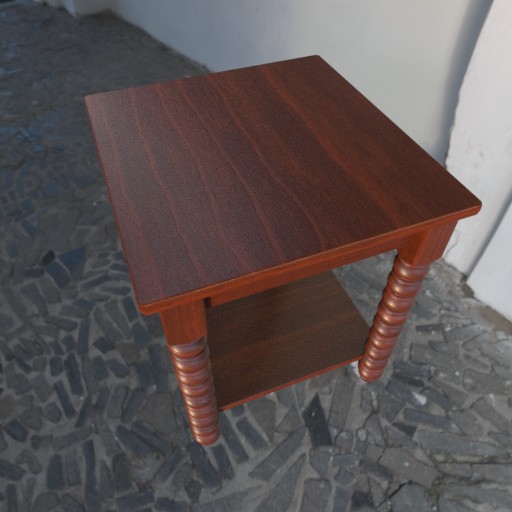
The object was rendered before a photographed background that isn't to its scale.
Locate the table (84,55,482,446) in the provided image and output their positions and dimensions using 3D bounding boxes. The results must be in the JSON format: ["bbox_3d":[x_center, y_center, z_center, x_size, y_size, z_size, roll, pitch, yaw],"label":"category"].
[{"bbox_3d":[0.000,0.000,0.949,0.500,0.567,0.533,-16,50,-14],"label":"table"}]
